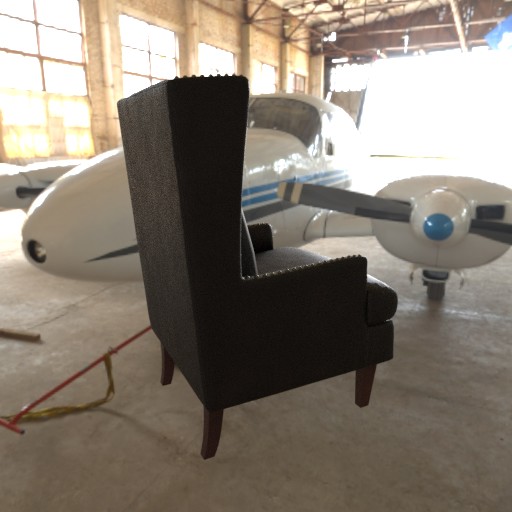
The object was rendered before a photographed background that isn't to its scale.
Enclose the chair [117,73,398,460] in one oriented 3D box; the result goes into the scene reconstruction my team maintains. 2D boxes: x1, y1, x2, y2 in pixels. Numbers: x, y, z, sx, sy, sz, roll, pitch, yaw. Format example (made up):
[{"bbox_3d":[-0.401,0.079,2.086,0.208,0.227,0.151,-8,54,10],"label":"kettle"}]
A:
[{"bbox_3d":[0.000,0.000,1.625,0.799,1.142,0.703,-7,16,-26],"label":"chair"}]
